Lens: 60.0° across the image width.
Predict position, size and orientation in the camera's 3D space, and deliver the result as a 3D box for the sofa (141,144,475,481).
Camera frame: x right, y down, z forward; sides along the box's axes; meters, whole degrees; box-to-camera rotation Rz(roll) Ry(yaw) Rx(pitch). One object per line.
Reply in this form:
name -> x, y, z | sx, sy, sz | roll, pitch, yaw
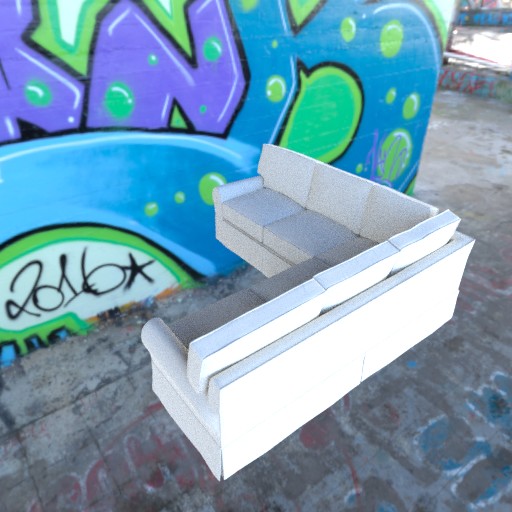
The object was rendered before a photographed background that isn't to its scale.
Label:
sofa -> 0.000, 0.000, 3.985 | 2.597, 1.070, 2.591 | -23, 39, -31
